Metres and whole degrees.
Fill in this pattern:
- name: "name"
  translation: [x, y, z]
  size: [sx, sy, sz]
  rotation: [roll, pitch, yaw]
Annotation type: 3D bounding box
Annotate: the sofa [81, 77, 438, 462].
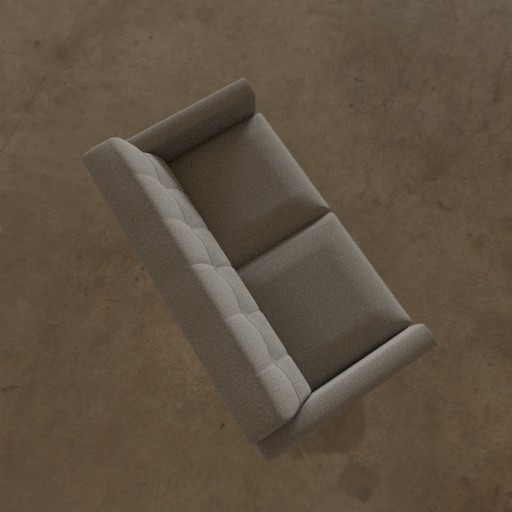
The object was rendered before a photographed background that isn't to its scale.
- name: "sofa"
  translation: [0.000, 0.000, 2.249]
  size: [0.952, 0.925, 1.651]
  rotation: [-32, 77, -8]
